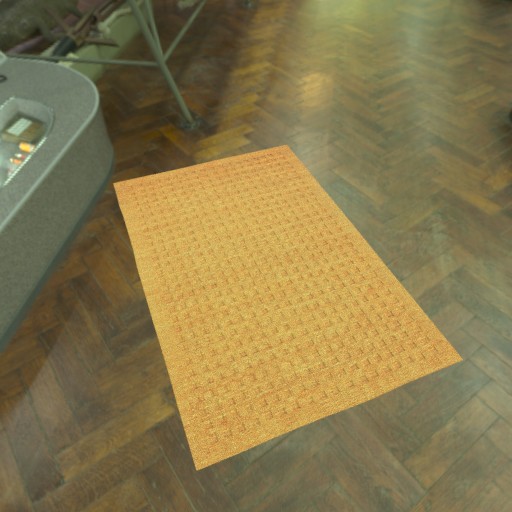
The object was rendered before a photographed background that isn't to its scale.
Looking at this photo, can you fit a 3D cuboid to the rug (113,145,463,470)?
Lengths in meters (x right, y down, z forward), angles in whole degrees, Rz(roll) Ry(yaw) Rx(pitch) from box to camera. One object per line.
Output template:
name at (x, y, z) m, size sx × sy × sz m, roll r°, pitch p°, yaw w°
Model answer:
rug at (0.000, 0.000, 2.234) m, size 1.143 × 0.006 × 1.747 m, roll -16°, pitch 48°, yaw -15°
